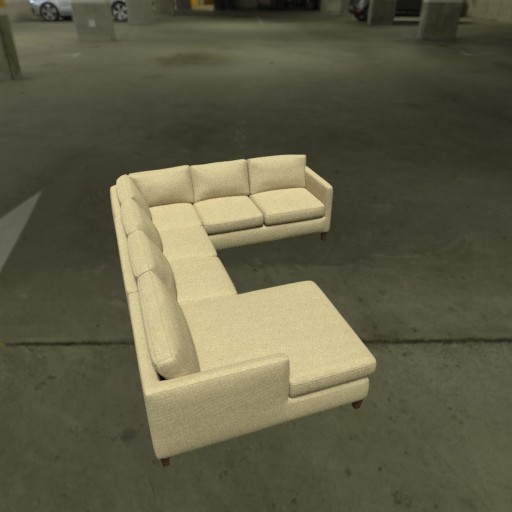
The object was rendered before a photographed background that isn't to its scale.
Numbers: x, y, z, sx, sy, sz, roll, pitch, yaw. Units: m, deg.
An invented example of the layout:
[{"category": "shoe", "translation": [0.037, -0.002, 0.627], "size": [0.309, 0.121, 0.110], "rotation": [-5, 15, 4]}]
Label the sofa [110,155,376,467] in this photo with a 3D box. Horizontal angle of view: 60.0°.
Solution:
[{"category": "sofa", "translation": [0.000, 0.000, 4.454], "size": [2.593, 0.959, 3.460], "rotation": [-10, 33, -16]}]
